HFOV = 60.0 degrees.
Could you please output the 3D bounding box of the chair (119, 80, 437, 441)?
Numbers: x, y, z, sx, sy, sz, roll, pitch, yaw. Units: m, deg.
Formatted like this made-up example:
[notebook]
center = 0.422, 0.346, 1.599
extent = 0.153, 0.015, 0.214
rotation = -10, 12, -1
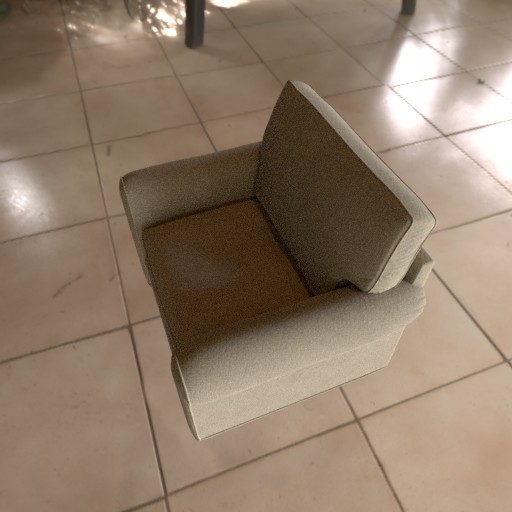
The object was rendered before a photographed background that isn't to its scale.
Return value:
[chair]
center = 0.000, 0.000, 1.892
extent = 0.939, 1.044, 1.147
rotation = -17, 51, -14
